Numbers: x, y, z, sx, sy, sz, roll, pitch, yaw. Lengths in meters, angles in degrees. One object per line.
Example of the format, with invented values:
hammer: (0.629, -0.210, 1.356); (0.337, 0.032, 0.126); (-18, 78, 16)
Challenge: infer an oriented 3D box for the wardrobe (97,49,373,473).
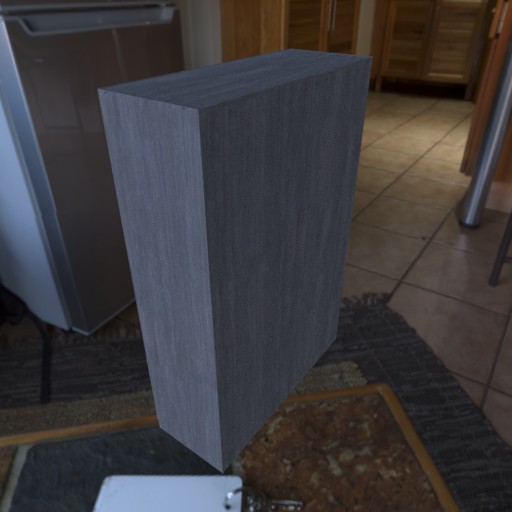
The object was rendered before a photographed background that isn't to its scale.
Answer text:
wardrobe: (0.000, 0.000, 2.433); (0.510, 1.910, 1.290); (21, 38, 30)
